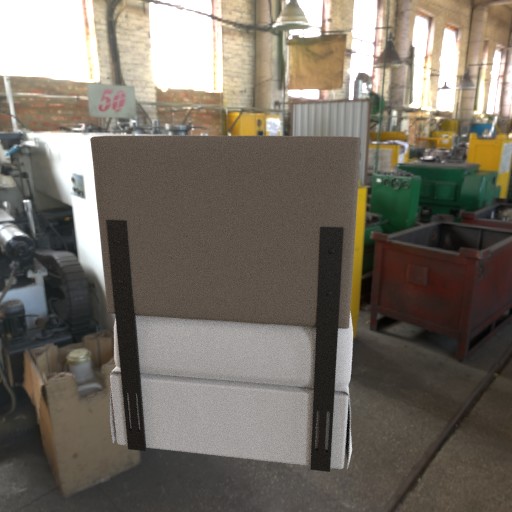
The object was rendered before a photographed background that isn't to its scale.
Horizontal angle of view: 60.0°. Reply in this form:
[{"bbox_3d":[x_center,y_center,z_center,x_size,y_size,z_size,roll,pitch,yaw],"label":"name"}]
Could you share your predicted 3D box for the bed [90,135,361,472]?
[{"bbox_3d":[0.000,0.000,2.941,1.261,1.571,1.997,2,16,8],"label":"bed"}]
